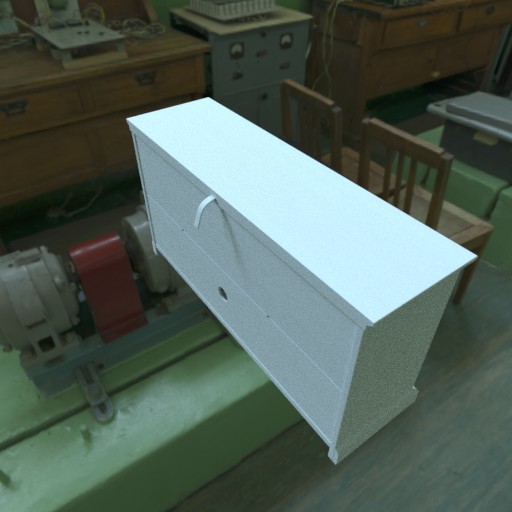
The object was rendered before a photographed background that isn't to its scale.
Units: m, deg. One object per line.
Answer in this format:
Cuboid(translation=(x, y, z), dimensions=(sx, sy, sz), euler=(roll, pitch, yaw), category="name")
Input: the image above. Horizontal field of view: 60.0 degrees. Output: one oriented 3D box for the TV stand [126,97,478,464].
Cuboid(translation=(0.000, 0.000, 1.493), dimensions=(0.424, 0.624, 1.187), euler=(-25, 47, -26), category="TV stand")
